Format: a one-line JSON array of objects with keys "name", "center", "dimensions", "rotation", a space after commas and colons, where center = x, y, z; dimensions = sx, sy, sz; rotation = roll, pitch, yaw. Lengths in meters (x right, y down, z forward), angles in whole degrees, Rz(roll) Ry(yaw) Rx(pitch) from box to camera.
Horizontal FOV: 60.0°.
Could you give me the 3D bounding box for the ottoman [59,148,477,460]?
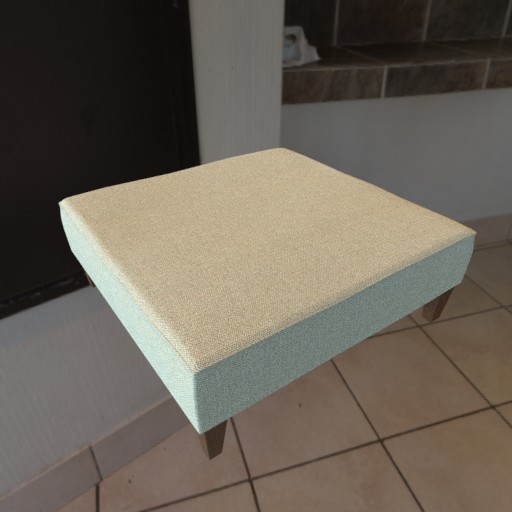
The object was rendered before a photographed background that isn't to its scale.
[{"name": "ottoman", "center": [0.000, 0.000, 1.524], "dimensions": [1.004, 0.379, 0.968], "rotation": [-21, 38, -29]}]
